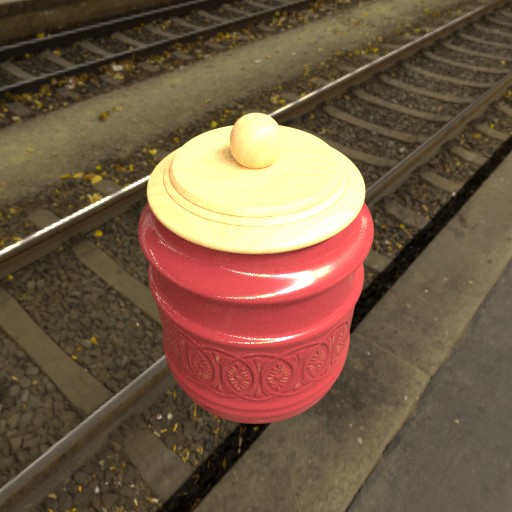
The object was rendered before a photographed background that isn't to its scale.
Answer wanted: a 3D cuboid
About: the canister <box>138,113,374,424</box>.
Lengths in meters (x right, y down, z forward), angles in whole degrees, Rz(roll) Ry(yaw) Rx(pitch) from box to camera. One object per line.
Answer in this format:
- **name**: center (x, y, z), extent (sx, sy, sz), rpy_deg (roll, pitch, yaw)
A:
- **canister**: center (0.000, 0.000, 0.268), extent (0.130, 0.176, 0.130), rpy_deg (0, 42, 0)
